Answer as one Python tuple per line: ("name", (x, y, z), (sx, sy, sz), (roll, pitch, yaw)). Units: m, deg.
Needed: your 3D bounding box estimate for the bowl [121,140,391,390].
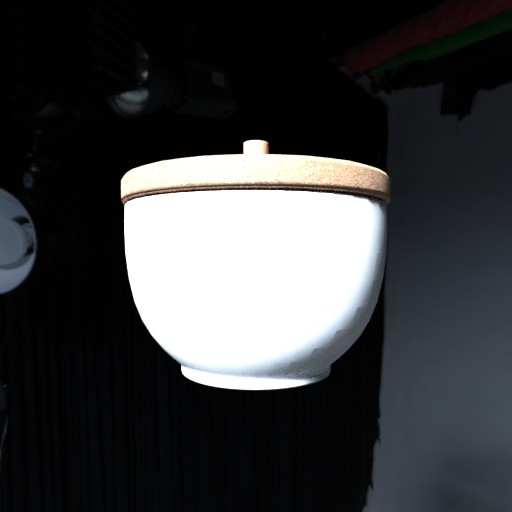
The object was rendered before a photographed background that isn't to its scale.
("bowl", (0.000, 0.000, 0.217), (0.126, 0.110, 0.126), (0, 0, 0))
